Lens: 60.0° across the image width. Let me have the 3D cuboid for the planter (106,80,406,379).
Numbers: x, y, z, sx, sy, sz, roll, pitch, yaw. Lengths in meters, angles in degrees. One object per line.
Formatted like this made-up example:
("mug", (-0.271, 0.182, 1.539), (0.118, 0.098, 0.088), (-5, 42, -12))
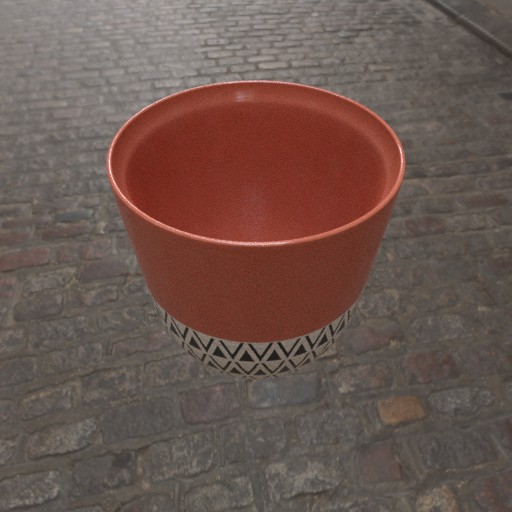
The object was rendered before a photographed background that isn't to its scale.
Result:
("planter", (0.000, 0.000, 0.372), (0.195, 0.214, 0.195), (0, 46, 0))
